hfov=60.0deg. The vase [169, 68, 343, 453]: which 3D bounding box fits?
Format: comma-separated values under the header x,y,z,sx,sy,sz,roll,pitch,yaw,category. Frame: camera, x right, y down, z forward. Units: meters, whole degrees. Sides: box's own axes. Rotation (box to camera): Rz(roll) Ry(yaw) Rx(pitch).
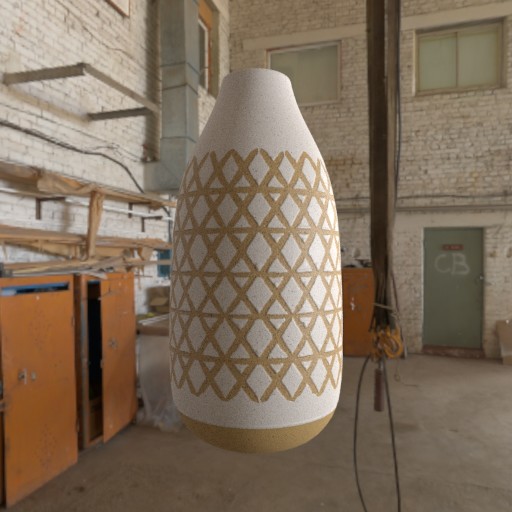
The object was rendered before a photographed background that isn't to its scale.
x,y,z,sx,sy,sz,roll,pitch,yaw,category
0.000,0.000,0.484,0.186,0.380,0.186,0,0,0,vase
